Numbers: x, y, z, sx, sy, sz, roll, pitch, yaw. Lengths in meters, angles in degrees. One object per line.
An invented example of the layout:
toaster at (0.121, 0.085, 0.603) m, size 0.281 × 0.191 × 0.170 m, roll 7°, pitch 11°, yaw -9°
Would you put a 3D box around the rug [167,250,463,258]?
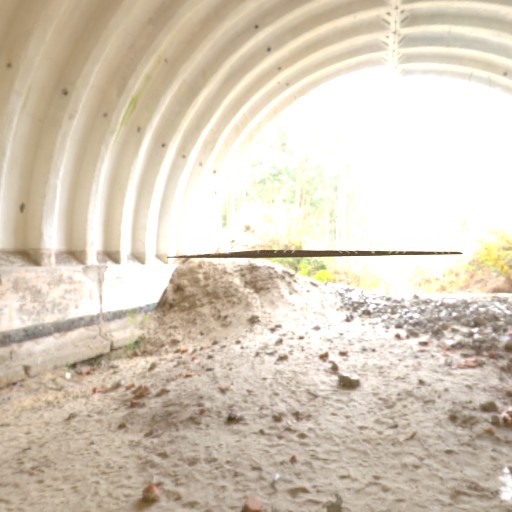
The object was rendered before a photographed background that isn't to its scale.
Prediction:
rug at (0.000, 0.000, 2.641) m, size 0.773 × 0.012 × 2.464 m, roll 0°, pitch -1°, yaw -18°
